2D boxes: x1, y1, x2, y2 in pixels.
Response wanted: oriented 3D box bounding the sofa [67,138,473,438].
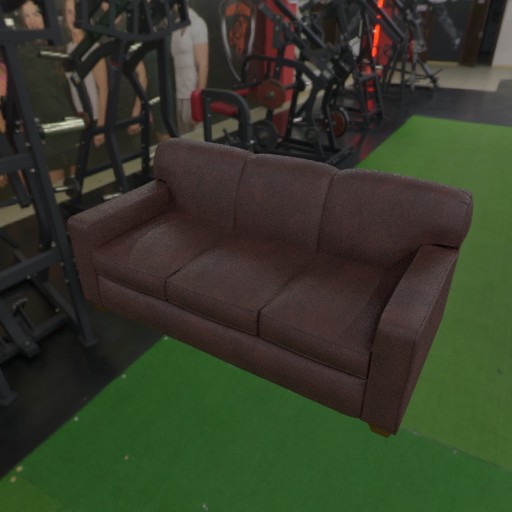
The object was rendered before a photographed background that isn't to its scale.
[{"bbox_3d":[0.000,0.000,2.533,2.039,0.953,1.008,17,34,27],"label":"sofa"}]
